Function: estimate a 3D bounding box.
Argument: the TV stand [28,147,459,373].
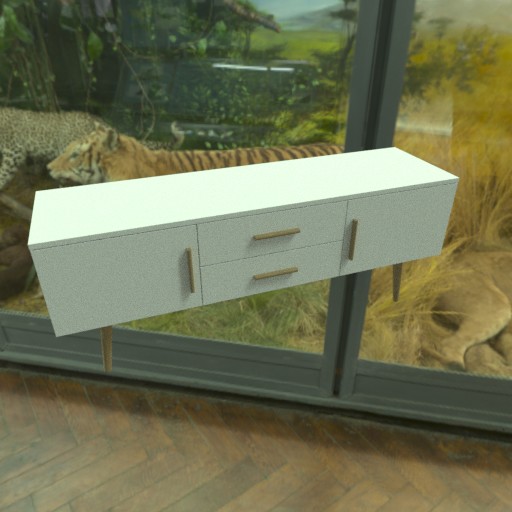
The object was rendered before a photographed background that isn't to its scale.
[{"bbox_3d":[0.000,0.000,1.649,1.398,0.560,0.401,-11,32,-17],"label":"TV stand"}]
